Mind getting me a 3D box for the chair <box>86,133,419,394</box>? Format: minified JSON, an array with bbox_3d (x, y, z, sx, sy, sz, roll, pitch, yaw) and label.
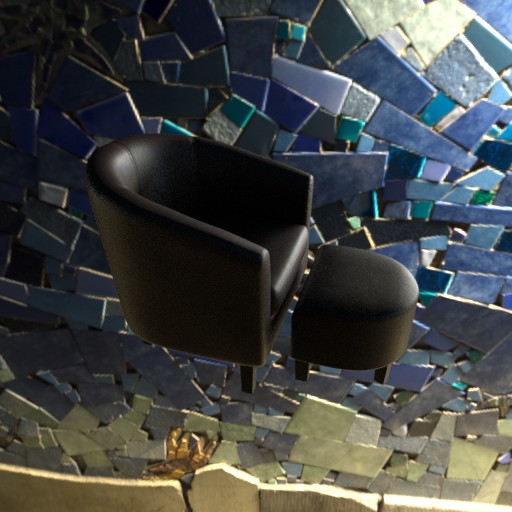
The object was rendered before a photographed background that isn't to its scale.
[{"bbox_3d":[0.000,0.000,1.654,1.176,0.755,0.737,9,32,15],"label":"chair"}]
